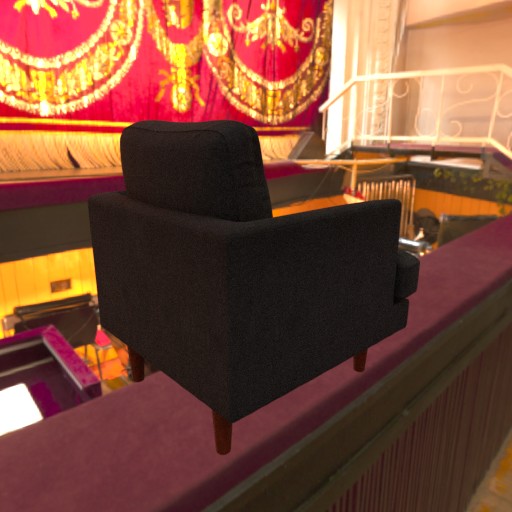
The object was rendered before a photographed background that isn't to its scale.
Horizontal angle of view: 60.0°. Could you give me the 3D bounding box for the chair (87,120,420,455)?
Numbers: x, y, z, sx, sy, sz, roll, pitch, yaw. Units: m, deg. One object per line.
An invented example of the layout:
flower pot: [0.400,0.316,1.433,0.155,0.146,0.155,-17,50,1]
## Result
chair: [0.000,0.000,1.637,0.899,0.957,0.858,-14,21,-40]
